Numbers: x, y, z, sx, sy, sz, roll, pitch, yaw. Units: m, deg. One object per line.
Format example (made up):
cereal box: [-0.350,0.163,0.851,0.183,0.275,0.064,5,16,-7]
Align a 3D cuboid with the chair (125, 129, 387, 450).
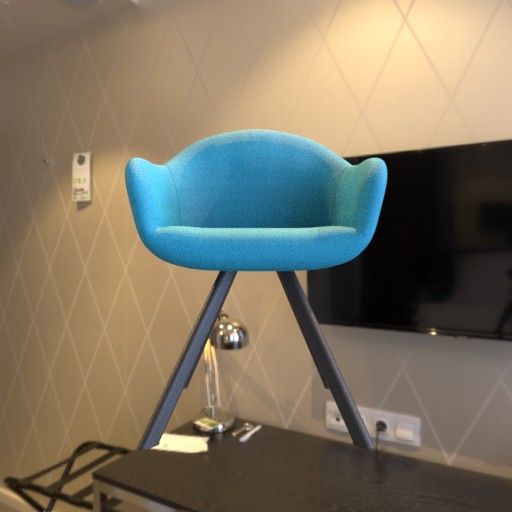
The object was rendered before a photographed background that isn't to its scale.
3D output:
chair: [0.000,0.000,1.182,0.590,0.795,0.550,0,0,0]
